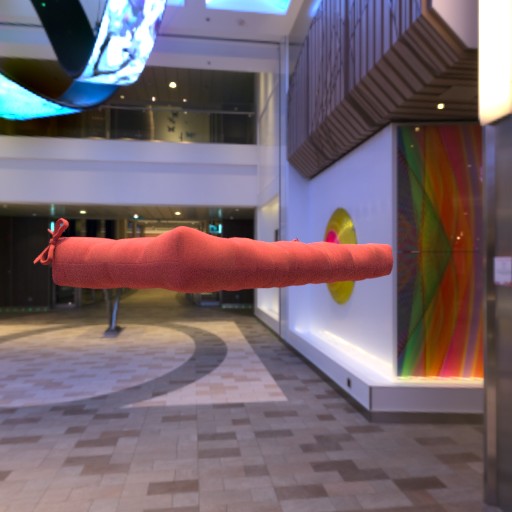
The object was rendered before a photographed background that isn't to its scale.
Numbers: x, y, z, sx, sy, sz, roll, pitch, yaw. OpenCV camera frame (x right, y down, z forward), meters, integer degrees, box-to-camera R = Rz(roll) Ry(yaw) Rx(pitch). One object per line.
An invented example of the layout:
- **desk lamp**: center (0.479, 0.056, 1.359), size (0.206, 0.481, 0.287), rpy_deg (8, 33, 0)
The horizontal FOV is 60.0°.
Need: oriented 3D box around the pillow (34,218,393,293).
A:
- **pillow**: center (0.000, 0.000, 1.381), size (0.511, 0.174, 1.194), rpy_deg (0, -1, 36)
